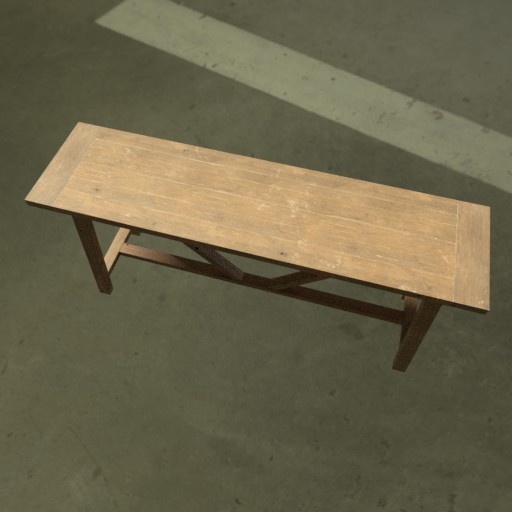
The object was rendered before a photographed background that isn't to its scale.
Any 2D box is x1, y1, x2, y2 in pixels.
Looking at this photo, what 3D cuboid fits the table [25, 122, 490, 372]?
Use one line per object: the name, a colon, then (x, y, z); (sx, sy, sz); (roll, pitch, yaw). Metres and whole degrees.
table: (0.000, 0.000, 2.115); (1.800, 0.810, 0.465); (13, 60, 8)
